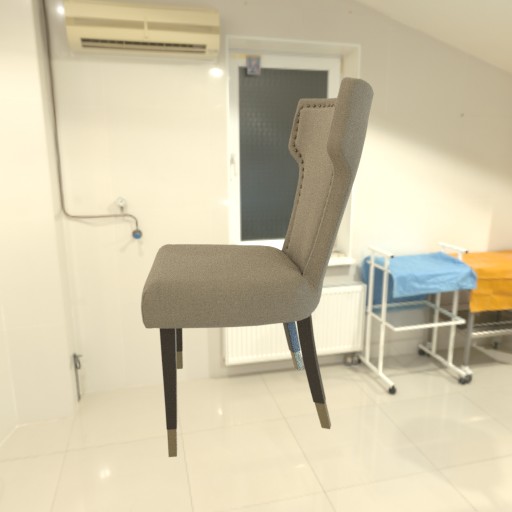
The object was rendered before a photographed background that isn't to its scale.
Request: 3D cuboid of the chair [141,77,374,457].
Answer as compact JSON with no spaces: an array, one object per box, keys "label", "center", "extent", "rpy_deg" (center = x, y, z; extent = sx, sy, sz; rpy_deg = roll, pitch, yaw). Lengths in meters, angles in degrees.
[{"label":"chair","center":[0.000,0.000,1.338],"extent":[0.630,0.955,0.526],"rpy_deg":[-2,13,-7]}]
